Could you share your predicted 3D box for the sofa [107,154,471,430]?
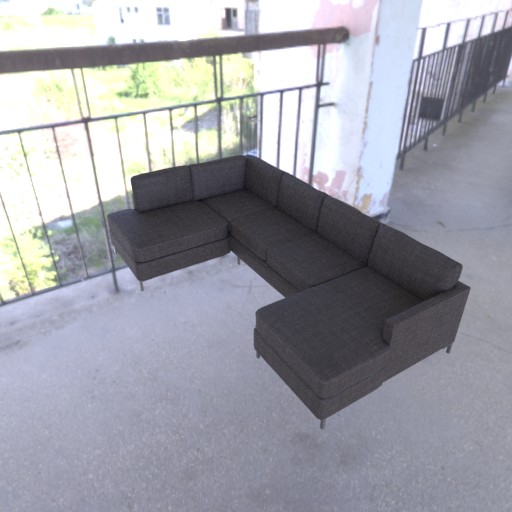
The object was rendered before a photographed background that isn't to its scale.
[{"bbox_3d":[0.000,0.000,4.480,2.048,0.999,3.423,-18,36,-27],"label":"sofa"}]
